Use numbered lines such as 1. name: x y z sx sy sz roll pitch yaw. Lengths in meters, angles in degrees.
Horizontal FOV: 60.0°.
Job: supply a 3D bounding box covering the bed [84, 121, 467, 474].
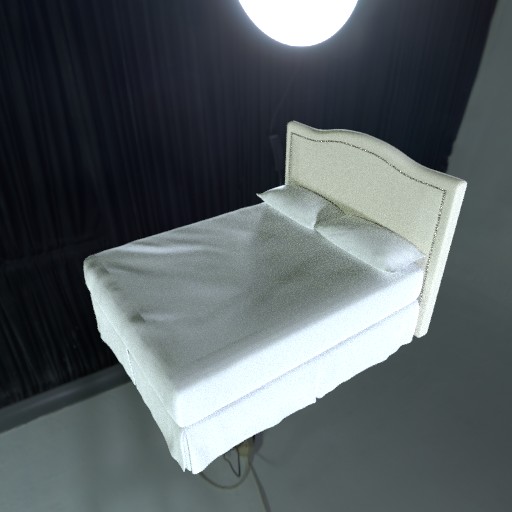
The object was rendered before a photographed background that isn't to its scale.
1. bed: 0.000 0.000 3.267 2.143 1.460 1.753 -20 37 -29
